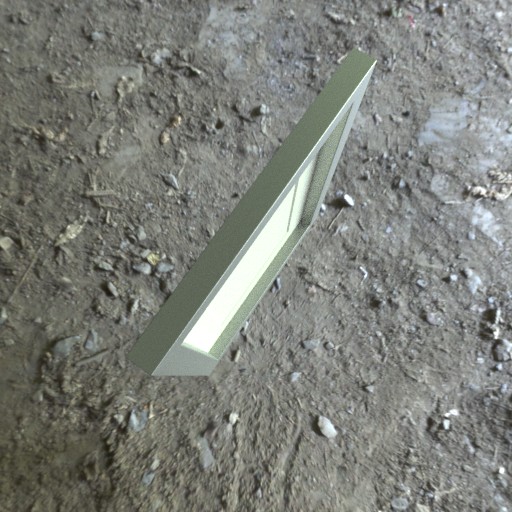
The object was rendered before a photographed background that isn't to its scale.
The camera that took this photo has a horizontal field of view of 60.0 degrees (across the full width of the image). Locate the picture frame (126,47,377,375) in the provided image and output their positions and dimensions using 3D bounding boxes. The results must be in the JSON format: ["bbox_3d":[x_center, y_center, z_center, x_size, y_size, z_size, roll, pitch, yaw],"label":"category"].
[{"bbox_3d":[0.000,0.000,0.525,0.036,0.386,0.307,33,77,8],"label":"picture frame"}]
